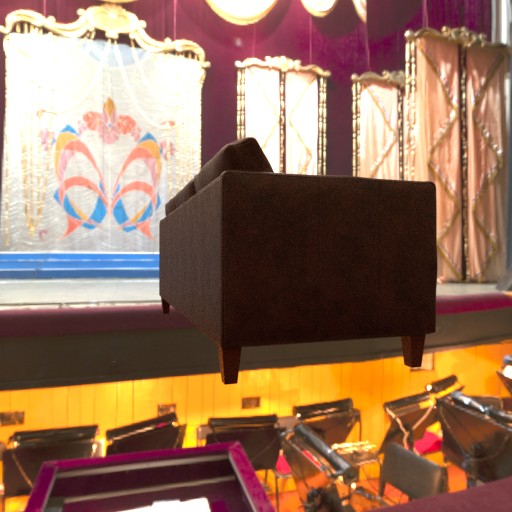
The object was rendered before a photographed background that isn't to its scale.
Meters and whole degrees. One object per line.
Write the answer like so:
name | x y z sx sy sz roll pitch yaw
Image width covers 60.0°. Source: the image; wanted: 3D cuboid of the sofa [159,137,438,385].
sofa | 0.000 0.000 2.971 1.045 1.006 2.464 0 0 -18
